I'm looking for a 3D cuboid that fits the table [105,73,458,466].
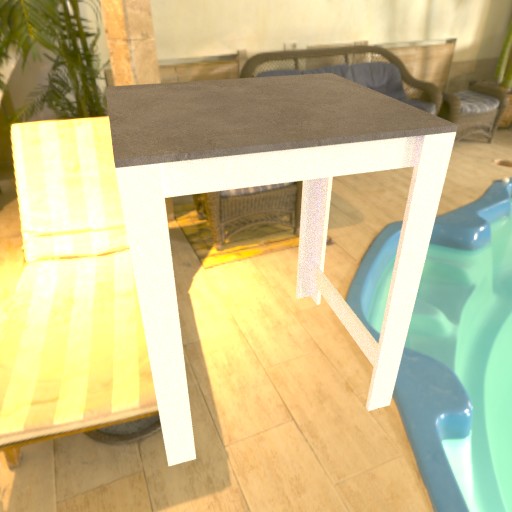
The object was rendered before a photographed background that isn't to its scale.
[{"bbox_3d":[0.000,0.000,1.520,0.800,1.020,0.700,-9,34,-15],"label":"table"}]
